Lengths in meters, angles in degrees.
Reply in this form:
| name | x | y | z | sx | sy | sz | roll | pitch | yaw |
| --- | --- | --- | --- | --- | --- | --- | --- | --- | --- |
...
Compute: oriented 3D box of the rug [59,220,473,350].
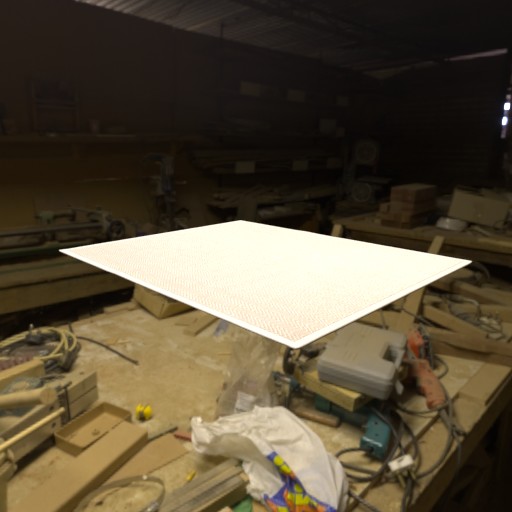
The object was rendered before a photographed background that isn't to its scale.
| name | x | y | z | sx | sy | sz | roll | pitch | yaw |
| --- | --- | --- | --- | --- | --- | --- | --- | --- | --- |
| rug | 0.000 | 0.000 | 4.105 | 3.009 | 0.019 | 2.423 | 14 | 20 | 43 |
